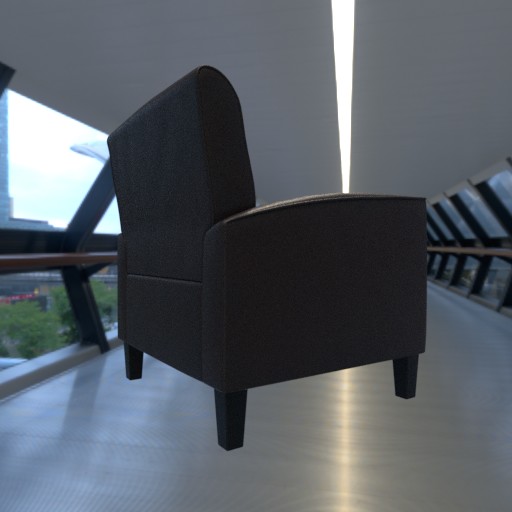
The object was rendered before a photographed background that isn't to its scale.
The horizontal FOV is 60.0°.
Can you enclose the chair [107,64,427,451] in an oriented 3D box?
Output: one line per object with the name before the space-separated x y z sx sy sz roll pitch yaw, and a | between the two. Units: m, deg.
chair | 0.000 0.000 1.538 0.819 0.916 0.820 0 0 -34
